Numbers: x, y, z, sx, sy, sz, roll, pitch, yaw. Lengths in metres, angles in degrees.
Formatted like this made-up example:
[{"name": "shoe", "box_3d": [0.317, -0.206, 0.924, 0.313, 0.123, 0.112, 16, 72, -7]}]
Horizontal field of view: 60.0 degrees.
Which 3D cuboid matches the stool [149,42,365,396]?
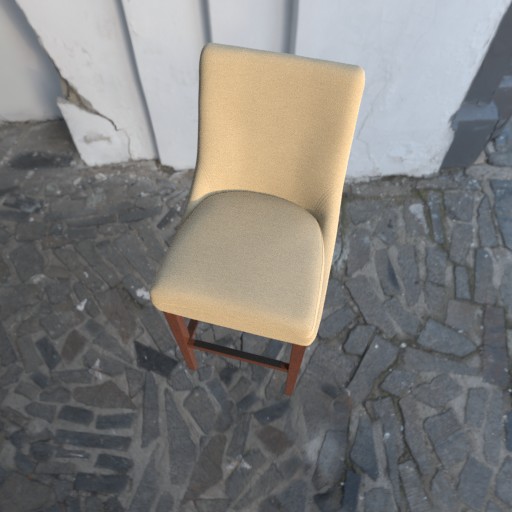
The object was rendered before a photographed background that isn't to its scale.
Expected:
[{"name": "stool", "box_3d": [0.000, 0.000, 1.412, 0.470, 1.078, 0.577, 13, 59, 8]}]
